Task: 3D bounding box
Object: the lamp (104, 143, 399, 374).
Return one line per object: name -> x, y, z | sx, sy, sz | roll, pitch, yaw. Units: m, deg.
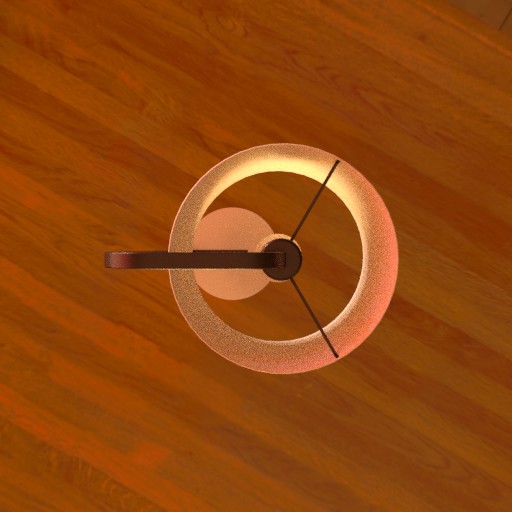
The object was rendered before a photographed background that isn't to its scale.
lamp -> 0.000, 0.000, 0.620 | 0.288, 0.473, 0.230 | 0, 91, 1
